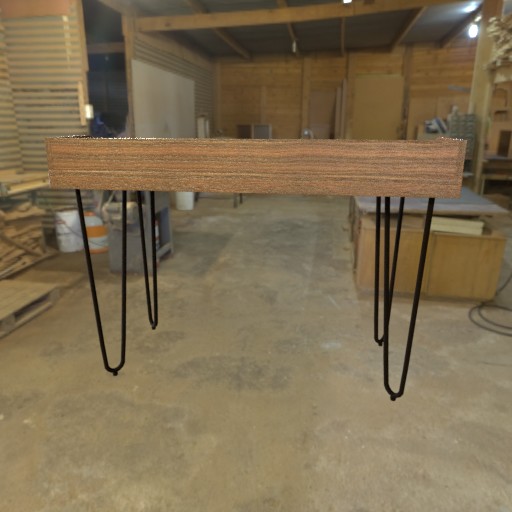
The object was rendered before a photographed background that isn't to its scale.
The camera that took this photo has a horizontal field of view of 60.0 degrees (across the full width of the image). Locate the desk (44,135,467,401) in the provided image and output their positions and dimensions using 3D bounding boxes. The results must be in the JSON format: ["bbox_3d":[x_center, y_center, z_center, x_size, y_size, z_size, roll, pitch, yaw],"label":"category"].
[{"bbox_3d":[0.000,0.000,1.628,1.200,0.854,0.565,3,17,8],"label":"desk"}]
